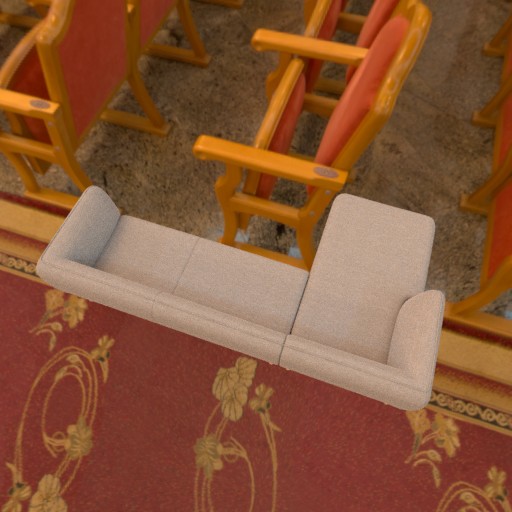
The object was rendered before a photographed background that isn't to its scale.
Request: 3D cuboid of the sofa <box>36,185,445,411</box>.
[{"bbox_3d":[0.000,0.000,3.360,2.653,0.693,1.532,17,63,9],"label":"sofa"}]
